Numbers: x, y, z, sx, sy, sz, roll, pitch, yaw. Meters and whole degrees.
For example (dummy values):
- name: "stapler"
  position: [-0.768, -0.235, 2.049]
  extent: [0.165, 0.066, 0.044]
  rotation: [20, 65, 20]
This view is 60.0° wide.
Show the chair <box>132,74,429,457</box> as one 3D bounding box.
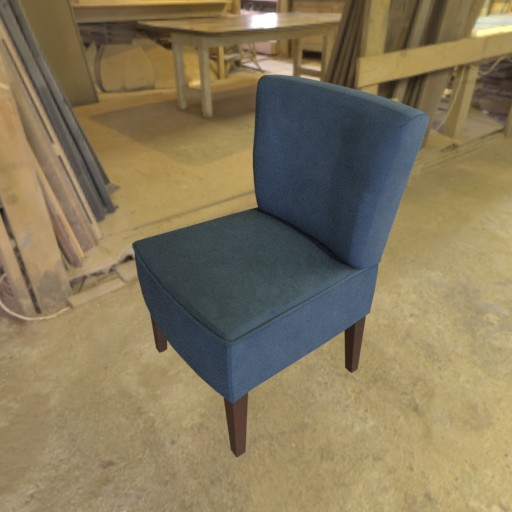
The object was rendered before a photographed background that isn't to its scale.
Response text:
- name: "chair"
  position: [0.000, 0.000, 1.181]
  extent: [0.551, 0.806, 0.521]
  rotation: [-21, 38, -29]
